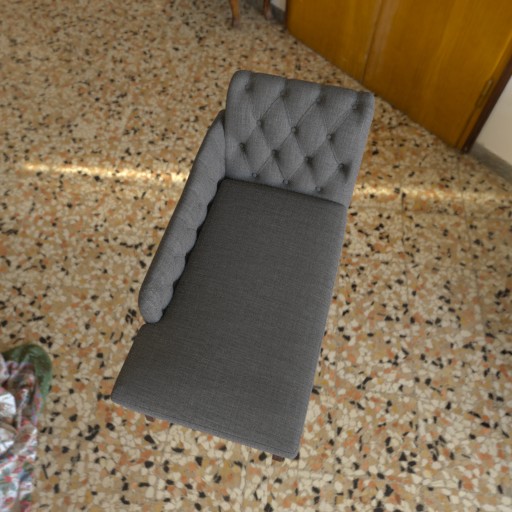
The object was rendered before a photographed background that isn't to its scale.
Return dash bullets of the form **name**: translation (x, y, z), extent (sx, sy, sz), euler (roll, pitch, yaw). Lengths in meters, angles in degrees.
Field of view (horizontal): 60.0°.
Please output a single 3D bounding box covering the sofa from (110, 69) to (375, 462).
- **sofa**: translation (0.000, 0.000, 1.807), extent (0.675, 0.787, 1.379), euler (14, 59, 9)
